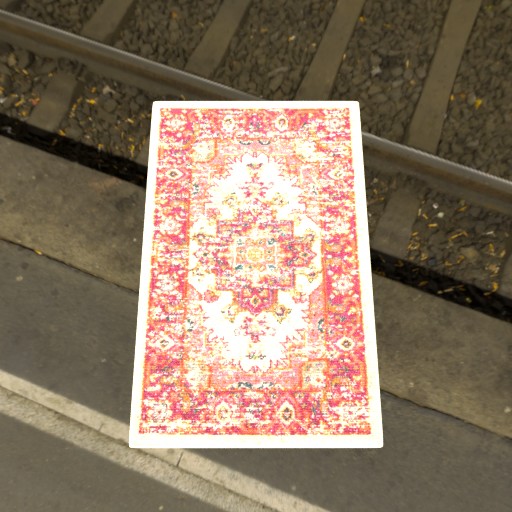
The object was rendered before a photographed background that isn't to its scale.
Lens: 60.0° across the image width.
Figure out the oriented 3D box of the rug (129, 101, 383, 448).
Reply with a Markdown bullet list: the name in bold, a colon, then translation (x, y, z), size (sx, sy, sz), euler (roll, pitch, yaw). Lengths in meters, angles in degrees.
- **rug**: translation (0.000, 0.000, 1.082), size (0.556, 0.004, 0.868), euler (0, 75, 0)
